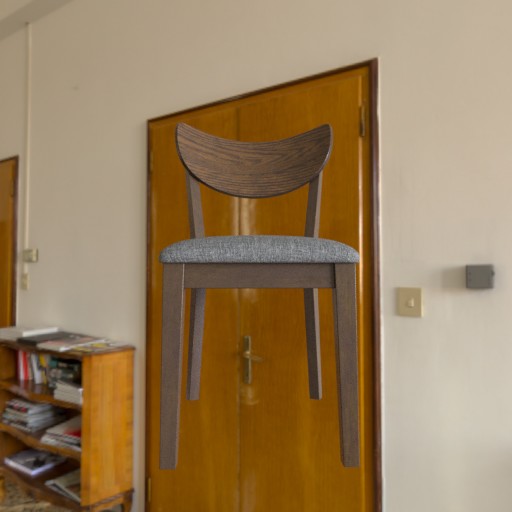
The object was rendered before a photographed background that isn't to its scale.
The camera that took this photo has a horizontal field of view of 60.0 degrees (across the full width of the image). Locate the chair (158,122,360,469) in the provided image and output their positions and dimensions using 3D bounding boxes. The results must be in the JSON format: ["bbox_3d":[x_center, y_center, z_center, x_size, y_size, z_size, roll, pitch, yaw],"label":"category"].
[{"bbox_3d":[0.000,0.000,1.169,0.491,0.849,0.583,0,-2,-2],"label":"chair"}]
